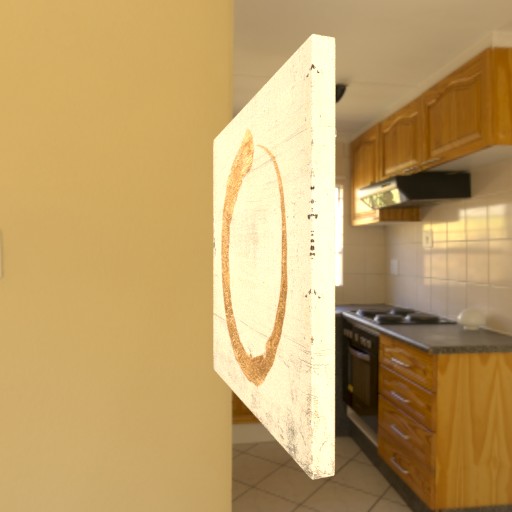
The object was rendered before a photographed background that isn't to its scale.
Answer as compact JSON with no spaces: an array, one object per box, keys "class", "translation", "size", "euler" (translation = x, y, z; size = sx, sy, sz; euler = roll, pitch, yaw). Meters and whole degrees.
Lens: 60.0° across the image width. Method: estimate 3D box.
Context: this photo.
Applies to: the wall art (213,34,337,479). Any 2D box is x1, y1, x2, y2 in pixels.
[{"class":"wall art","translation":[0.000,0.000,0.898],"size":[0.040,0.611,0.610],"euler":[0,1,-18]}]
